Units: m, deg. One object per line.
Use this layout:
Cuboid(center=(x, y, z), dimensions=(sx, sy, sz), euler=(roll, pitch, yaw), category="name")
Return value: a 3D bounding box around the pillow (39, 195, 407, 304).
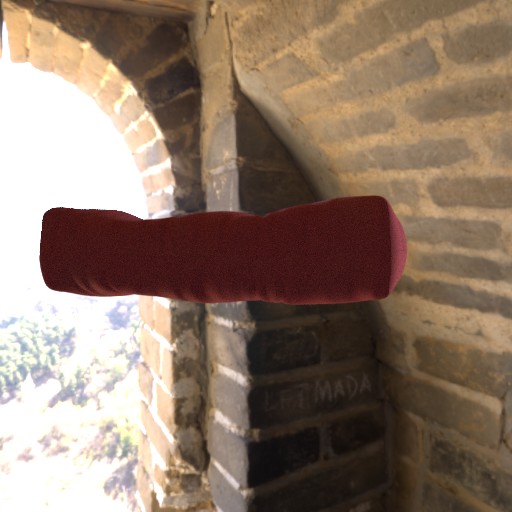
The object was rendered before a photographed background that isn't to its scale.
Cuboid(center=(0.000, 0.000, 0.736), dimensions=(0.468, 0.128, 0.490), euler=(0, -1, 18), category="pillow")
